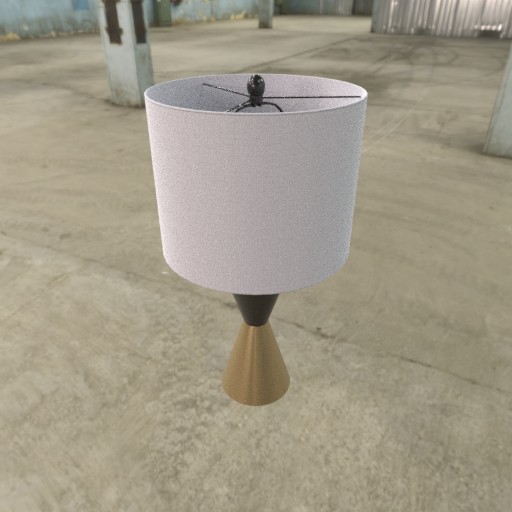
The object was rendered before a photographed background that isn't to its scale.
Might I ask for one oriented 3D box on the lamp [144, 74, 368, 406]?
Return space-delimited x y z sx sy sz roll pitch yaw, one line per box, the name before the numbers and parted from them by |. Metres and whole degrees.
lamp | 0.000 0.000 0.749 0.304 0.573 0.304 -19 35 -30
